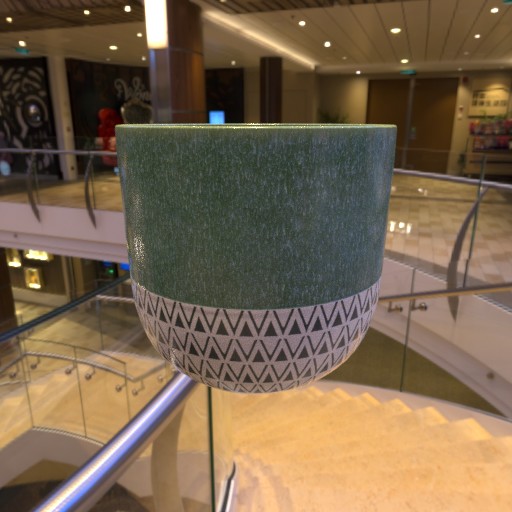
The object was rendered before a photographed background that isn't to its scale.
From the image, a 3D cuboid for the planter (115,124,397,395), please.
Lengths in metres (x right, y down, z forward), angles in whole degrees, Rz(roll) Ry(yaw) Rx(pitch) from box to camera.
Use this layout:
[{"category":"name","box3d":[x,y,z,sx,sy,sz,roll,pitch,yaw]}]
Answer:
[{"category":"planter","box3d":[0.000,0.000,0.475,0.266,0.270,0.266,0,17,0]}]
